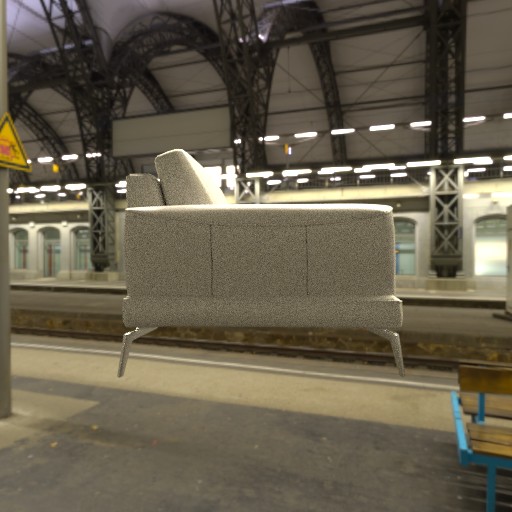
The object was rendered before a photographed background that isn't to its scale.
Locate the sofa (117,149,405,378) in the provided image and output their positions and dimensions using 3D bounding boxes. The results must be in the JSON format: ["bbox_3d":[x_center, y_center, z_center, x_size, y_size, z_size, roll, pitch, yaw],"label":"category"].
[{"bbox_3d":[0.000,0.000,2.741,1.121,0.930,2.177,0,0,-1],"label":"sofa"}]
